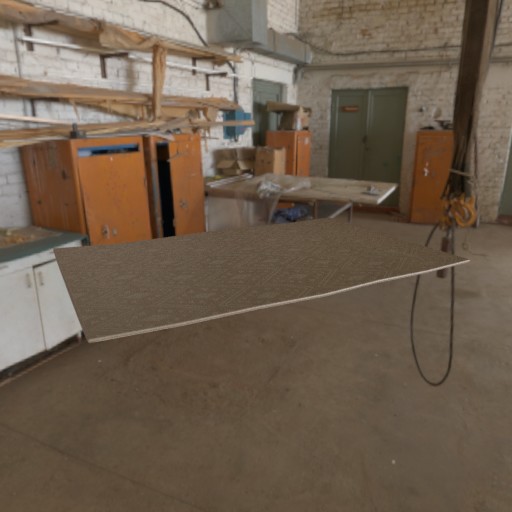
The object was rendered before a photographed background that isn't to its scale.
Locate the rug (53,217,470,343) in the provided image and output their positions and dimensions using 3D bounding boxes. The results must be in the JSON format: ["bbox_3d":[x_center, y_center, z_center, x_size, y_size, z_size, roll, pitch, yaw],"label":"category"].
[{"bbox_3d":[0.000,0.000,3.047,2.430,0.053,1.553,-9,19,-27],"label":"rug"}]
